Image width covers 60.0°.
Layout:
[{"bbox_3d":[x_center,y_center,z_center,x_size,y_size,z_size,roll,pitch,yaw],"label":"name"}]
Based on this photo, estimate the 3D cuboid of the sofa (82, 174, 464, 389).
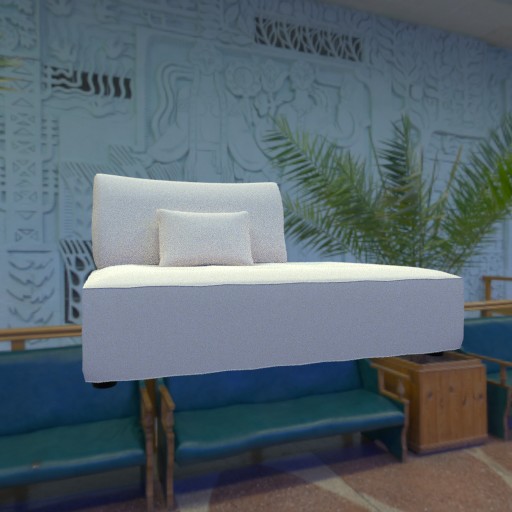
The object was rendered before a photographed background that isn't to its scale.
[{"bbox_3d":[0.000,0.000,2.037,1.450,0.820,1.000,0,1,-19],"label":"sofa"}]
